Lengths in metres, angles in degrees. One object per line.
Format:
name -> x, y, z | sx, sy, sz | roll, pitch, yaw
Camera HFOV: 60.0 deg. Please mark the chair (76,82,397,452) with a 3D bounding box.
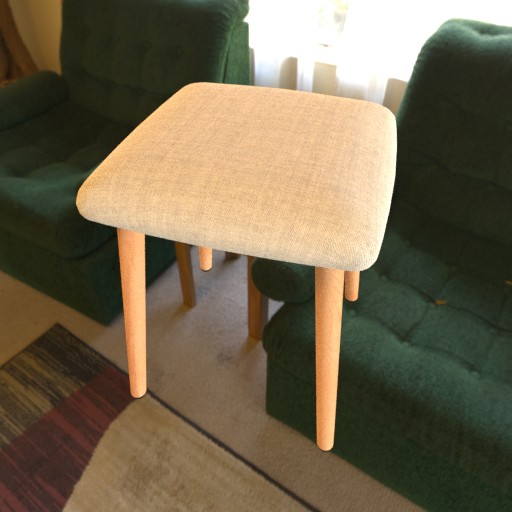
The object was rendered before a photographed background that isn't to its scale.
chair -> 0.000, 0.000, 0.690 | 0.350, 0.440, 0.350 | 11, 44, 12
